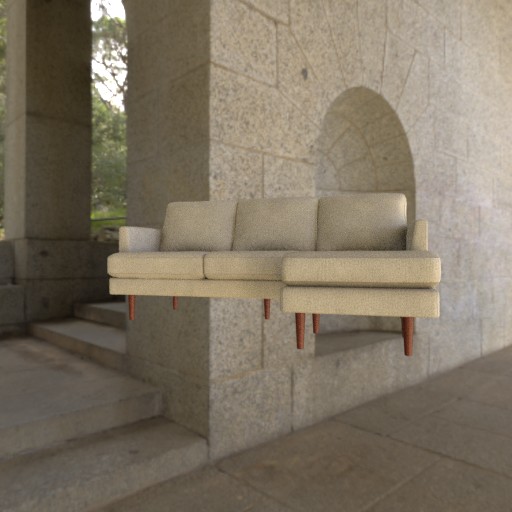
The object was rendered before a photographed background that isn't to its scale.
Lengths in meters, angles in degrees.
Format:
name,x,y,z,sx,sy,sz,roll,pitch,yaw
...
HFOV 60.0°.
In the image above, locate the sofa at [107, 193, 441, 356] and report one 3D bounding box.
name,x,y,z,sx,sy,sz,roll,pitch,yaw
sofa,0.000,0.000,3.059,2.233,0.956,1.504,0,0,17
